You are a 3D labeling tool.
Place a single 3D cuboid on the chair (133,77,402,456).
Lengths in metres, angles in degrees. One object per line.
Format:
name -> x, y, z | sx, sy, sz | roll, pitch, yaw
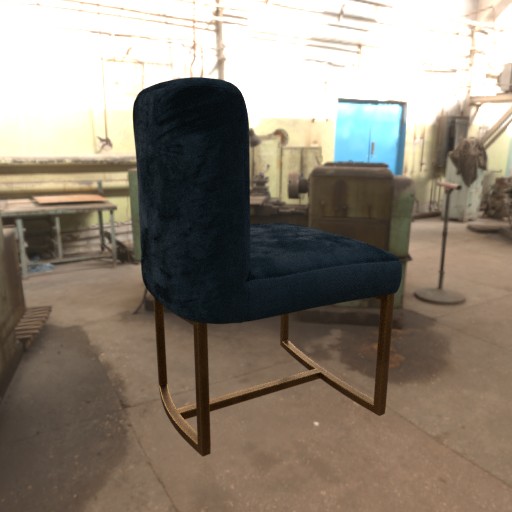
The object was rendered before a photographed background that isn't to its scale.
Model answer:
chair -> 0.000, 0.000, 1.175 | 0.560, 0.824, 0.530 | -8, 16, -28
